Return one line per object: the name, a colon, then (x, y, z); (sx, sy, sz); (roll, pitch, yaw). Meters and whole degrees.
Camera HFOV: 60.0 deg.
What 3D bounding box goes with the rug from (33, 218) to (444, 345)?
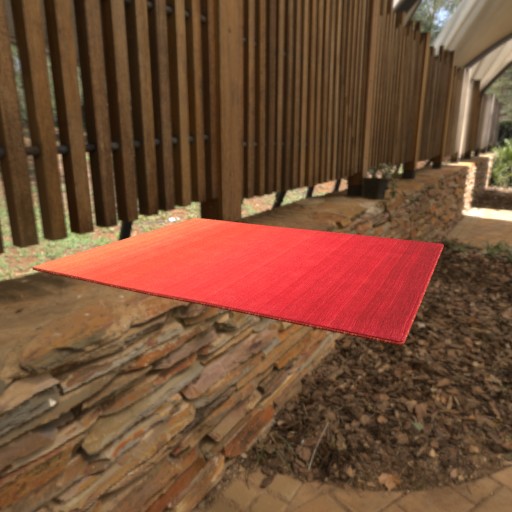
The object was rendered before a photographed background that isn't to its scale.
rug: (0.000, 0.000, 3.933); (2.905, 0.028, 2.340); (8, 18, 26)
